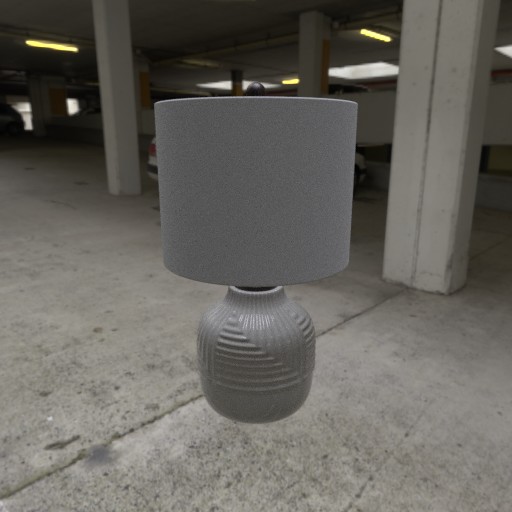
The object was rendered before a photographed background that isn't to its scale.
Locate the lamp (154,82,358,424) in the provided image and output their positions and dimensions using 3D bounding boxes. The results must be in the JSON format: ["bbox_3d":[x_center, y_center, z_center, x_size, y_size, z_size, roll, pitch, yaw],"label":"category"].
[{"bbox_3d":[0.000,0.000,0.773,0.318,0.567,0.318,0,15,0],"label":"lamp"}]
